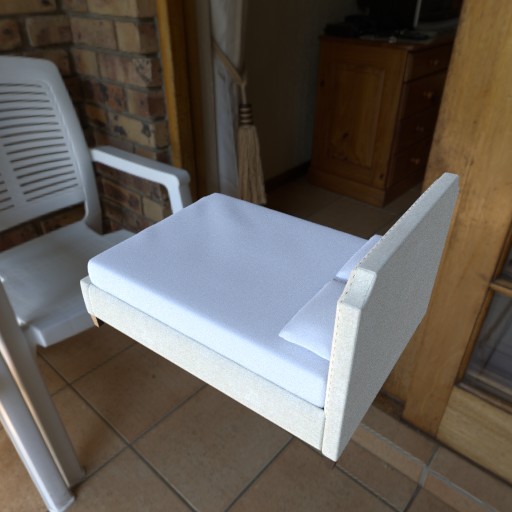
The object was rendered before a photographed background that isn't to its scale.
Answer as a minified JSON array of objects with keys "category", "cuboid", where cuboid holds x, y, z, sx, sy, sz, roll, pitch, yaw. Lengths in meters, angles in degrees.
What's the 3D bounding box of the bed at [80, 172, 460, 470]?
[{"category":"bed","cuboid":[0.000,0.000,3.491,2.381,1.457,1.713,21,38,29]}]
